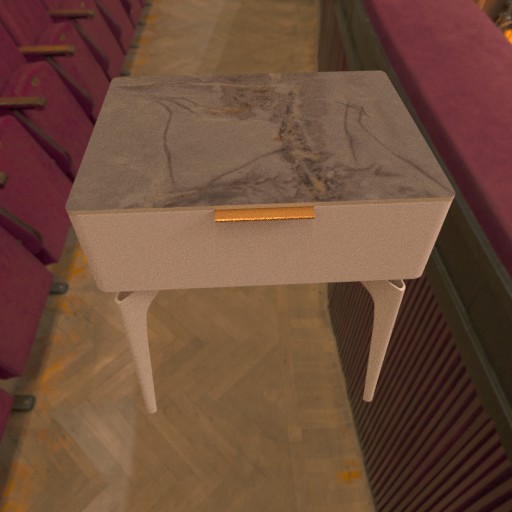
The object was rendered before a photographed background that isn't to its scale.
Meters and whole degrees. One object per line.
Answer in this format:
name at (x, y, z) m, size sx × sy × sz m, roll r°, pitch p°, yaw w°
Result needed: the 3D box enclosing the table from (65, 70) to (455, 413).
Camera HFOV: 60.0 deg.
table at (0.000, 0.000, 0.891) m, size 0.500 × 0.570 × 0.400 m, roll -2°, pitch 47°, yaw -2°
